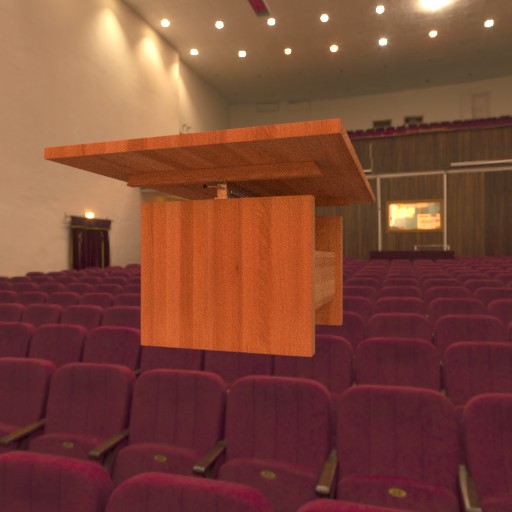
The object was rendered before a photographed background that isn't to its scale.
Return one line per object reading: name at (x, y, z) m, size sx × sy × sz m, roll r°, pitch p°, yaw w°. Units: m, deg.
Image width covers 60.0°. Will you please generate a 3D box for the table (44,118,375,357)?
table at (0.000, 0.000, 1.466) m, size 0.700 × 0.510 × 1.100 m, roll 0°, pitch 0°, yaw 18°
